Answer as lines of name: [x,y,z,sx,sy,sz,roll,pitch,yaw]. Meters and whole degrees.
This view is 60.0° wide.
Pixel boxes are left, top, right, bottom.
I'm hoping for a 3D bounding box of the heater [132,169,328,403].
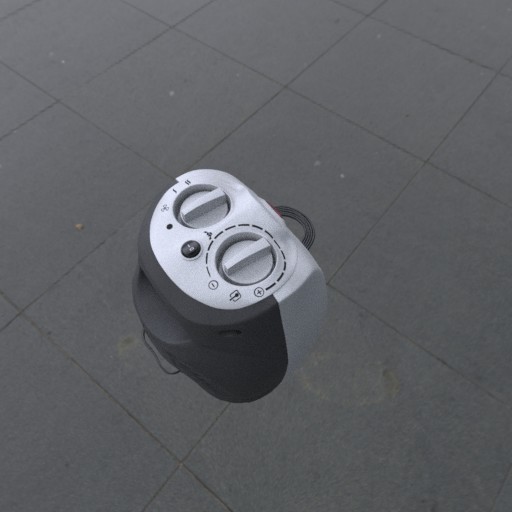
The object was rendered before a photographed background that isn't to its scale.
heater: [0.000,0.000,0.480,0.291,0.255,0.239,-32,64,-18]
